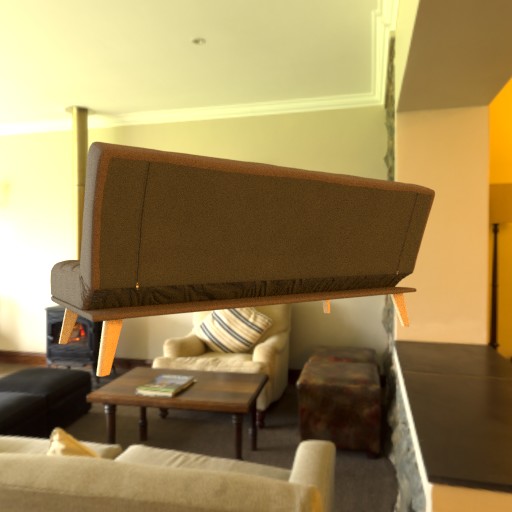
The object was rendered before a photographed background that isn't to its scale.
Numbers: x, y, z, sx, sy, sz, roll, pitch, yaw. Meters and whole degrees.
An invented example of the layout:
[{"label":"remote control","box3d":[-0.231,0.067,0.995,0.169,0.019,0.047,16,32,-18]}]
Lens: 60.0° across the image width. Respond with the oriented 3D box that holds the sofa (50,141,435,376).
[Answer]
[{"label":"sofa","box3d":[0.000,0.000,2.249,1.800,0.810,0.860,-1,1,-35]}]
